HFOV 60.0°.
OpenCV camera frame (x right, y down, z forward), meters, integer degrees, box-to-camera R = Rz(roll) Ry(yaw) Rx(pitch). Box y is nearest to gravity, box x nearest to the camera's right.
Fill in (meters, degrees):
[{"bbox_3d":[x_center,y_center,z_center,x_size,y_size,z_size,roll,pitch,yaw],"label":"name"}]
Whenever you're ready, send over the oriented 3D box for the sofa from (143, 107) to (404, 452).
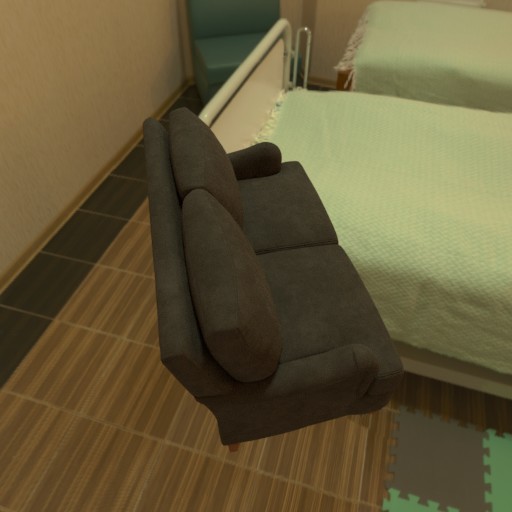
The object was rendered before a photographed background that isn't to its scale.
[{"bbox_3d":[0.000,0.000,2.588,1.084,1.101,1.853,-9,46,-9],"label":"sofa"}]
